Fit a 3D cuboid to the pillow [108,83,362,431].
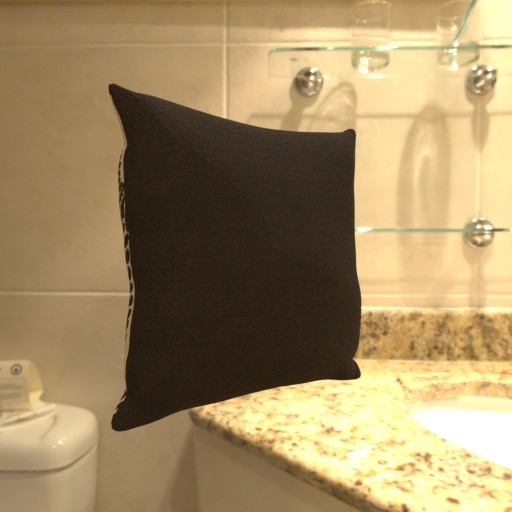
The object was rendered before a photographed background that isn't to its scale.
[{"bbox_3d":[0.000,0.000,0.668,0.440,0.441,0.182,-1,2,-35],"label":"pillow"}]
